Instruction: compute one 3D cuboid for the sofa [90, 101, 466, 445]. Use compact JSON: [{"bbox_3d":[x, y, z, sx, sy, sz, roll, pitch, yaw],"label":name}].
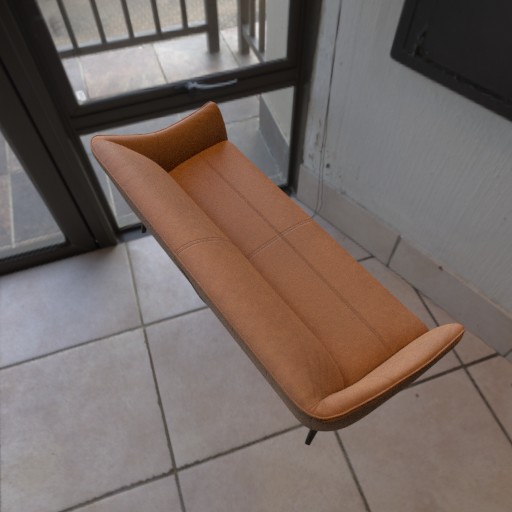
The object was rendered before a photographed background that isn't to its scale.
[{"bbox_3d":[0.000,0.000,2.330,0.869,0.830,1.928,-33,62,-20],"label":"sofa"}]
